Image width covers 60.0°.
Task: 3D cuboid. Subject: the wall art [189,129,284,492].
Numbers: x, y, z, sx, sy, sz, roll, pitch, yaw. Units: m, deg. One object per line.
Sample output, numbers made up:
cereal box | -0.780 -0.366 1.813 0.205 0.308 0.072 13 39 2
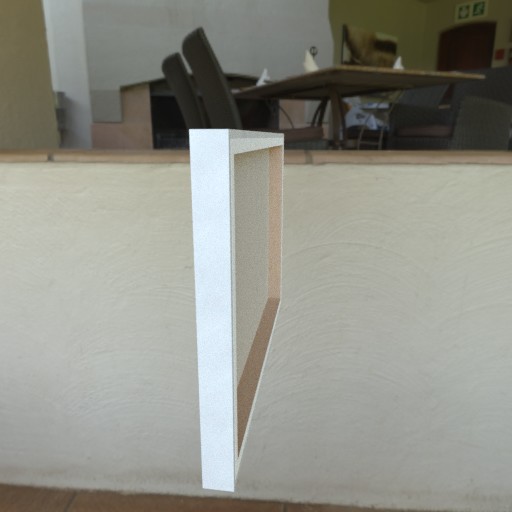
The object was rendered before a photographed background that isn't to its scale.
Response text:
wall art | 0.000 0.000 0.758 0.038 0.407 0.609 2 15 8
